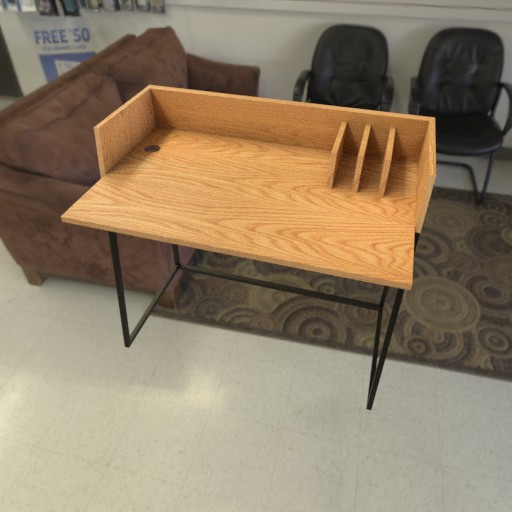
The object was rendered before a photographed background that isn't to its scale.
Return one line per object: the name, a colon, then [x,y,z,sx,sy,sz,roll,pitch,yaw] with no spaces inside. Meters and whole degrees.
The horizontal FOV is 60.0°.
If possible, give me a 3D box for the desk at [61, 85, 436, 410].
desk: [0.000,0.000,1.882,1.191,1.061,0.769,11,42,12]
